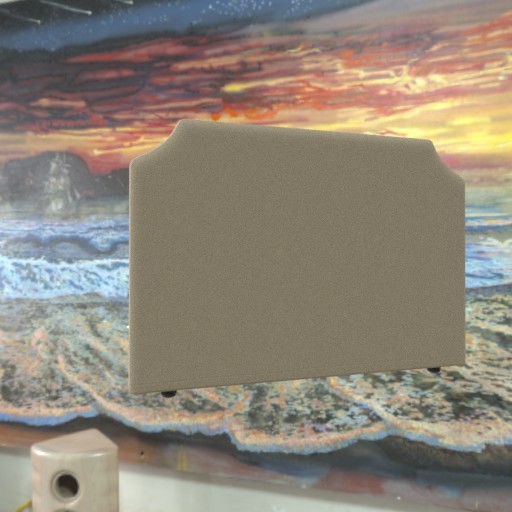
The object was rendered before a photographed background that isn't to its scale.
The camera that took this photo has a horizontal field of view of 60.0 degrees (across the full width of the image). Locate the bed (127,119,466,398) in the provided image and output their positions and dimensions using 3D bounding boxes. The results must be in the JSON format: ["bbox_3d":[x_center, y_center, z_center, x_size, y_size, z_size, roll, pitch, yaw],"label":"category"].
[{"bbox_3d":[0.000,0.000,3.267,1.828,1.301,2.204,0,1,-17],"label":"bed"}]
